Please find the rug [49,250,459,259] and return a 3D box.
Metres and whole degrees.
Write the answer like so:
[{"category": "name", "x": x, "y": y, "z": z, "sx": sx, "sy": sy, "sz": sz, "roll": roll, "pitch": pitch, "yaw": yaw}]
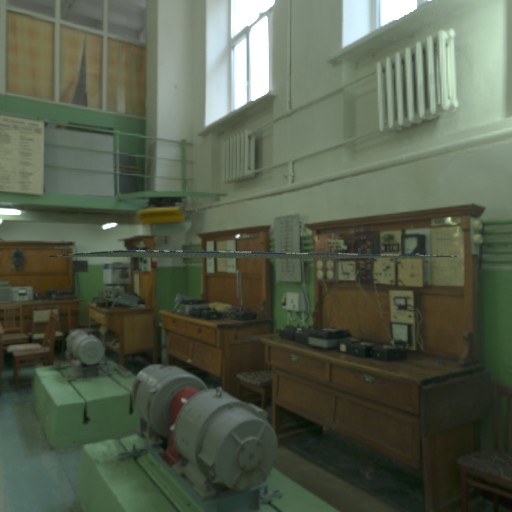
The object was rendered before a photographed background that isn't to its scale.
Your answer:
[{"category": "rug", "x": 0.000, "y": 0.000, "z": 2.250, "sx": 1.755, "sy": 0.010, "sz": 1.153, "roll": 1, "pitch": -1, "yaw": -34}]
